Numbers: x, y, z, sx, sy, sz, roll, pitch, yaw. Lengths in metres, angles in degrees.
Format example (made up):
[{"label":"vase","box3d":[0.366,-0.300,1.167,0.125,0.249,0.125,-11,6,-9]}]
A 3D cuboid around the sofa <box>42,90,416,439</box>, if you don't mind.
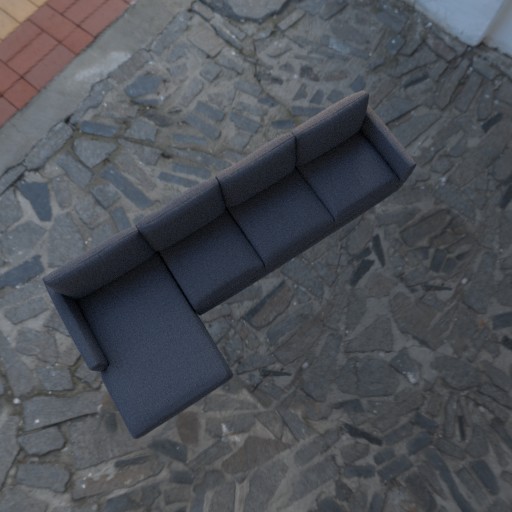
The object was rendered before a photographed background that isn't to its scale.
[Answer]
[{"label":"sofa","box3d":[0.000,0.000,2.900,2.445,0.673,1.125,-32,77,-8]}]
